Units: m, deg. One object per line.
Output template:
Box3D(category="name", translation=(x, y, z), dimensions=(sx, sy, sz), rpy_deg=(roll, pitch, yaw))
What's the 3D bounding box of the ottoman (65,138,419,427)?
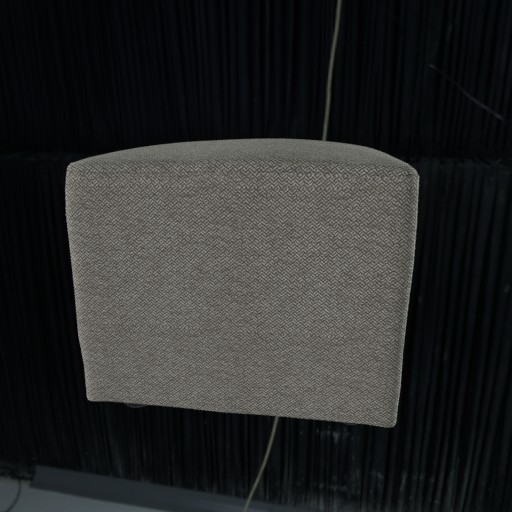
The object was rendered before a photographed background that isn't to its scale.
Box3D(category="ottoman", translation=(0.000, 0.000, 0.893), dimensions=(0.512, 0.453, 0.519), rpy_deg=(2, 16, 8))
